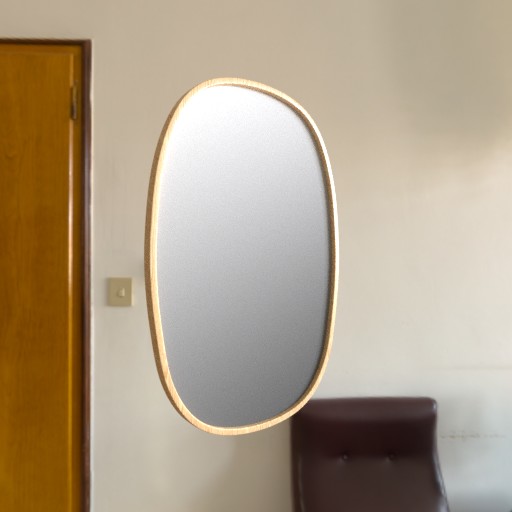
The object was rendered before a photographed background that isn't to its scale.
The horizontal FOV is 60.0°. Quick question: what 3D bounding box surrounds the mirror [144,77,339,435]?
[{"bbox_3d":[0.000,0.000,1.384,0.724,1.075,0.037,0,-1,-38],"label":"mirror"}]
